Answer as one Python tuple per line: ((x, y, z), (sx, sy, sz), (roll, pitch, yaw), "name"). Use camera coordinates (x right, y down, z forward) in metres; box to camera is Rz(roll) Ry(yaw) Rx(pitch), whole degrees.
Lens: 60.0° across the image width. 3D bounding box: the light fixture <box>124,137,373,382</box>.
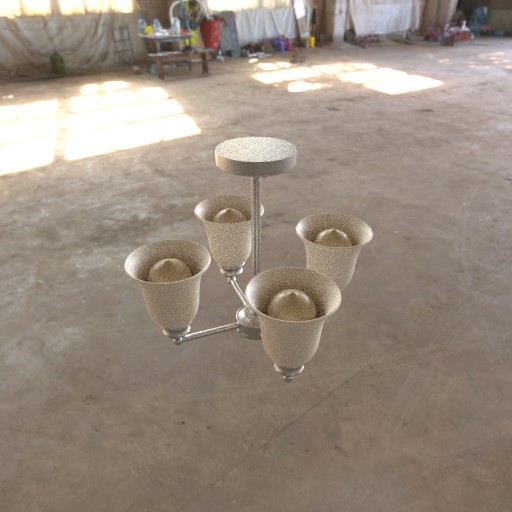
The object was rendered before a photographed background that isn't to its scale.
((0.000, 0.000, 0.749), (0.427, 0.370, 0.427), (-11, 33, -17), "light fixture")
